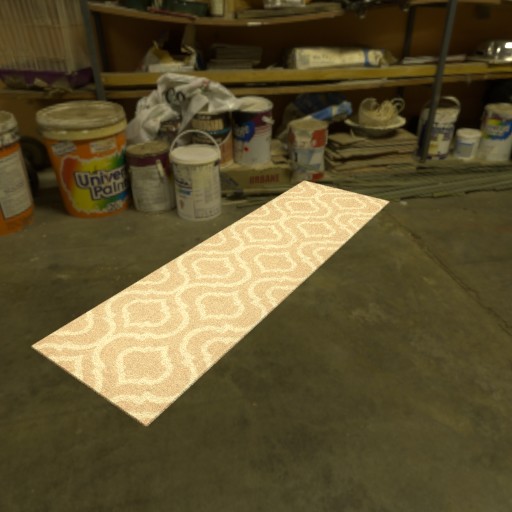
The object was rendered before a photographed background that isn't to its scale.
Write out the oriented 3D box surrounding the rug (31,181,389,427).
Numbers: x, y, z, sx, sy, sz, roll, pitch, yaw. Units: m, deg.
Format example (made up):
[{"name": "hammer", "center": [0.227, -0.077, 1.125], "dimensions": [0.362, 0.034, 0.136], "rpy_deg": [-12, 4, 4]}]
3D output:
[{"name": "rug", "center": [0.000, 0.000, 2.482], "dimensions": [0.691, 0.013, 2.289], "rpy_deg": [20, 36, 30]}]
